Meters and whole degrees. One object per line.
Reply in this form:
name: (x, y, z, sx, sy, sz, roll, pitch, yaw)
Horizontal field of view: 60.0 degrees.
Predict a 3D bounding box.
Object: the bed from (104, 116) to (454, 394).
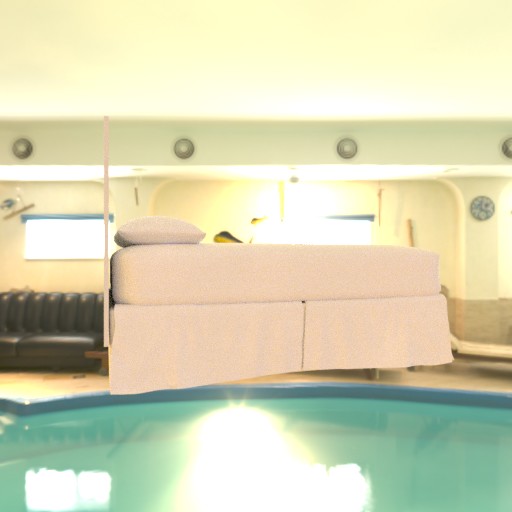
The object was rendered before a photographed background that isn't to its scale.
bed: (0.000, 0.000, 3.240, 2.094, 1.335, 1.745, 0, 0, -19)
